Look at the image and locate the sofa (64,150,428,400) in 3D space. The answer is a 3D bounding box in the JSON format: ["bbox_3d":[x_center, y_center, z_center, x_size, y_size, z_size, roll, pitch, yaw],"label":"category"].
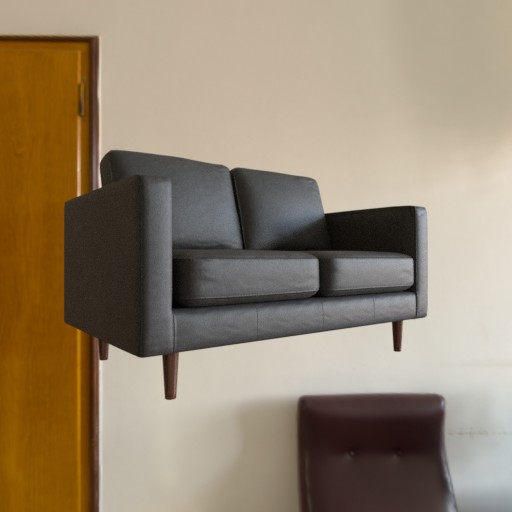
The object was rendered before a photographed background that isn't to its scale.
[{"bbox_3d":[0.000,0.000,2.000,1.430,0.899,0.879,0,0,-37],"label":"sofa"}]
